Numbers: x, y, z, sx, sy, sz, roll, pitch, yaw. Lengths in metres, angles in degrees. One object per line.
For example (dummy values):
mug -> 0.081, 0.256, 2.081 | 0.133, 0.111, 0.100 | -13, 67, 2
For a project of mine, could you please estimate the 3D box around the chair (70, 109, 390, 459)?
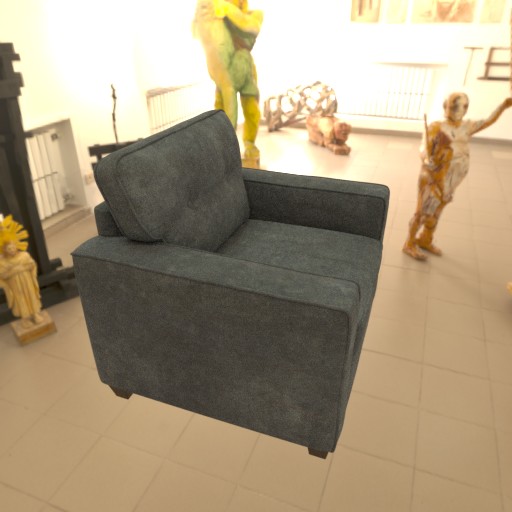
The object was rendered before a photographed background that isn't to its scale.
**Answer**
chair -> 0.000, 0.000, 1.766 | 0.939, 0.965, 1.015 | 10, 31, 18
